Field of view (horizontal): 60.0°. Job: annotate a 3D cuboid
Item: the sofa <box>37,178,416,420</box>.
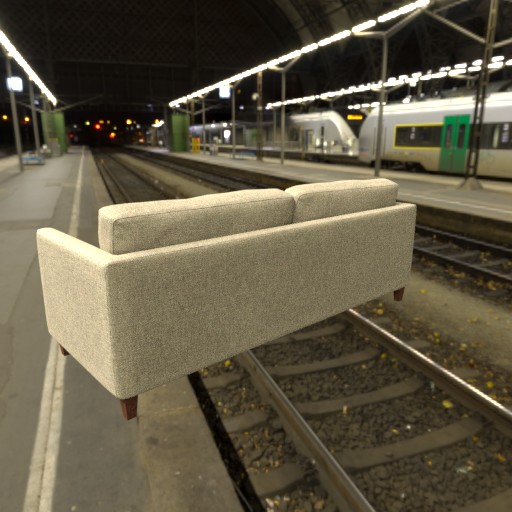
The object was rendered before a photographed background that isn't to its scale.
[{"bbox_3d":[0.000,0.000,2.921,2.434,0.951,0.948,-13,20,-40],"label":"sofa"}]
